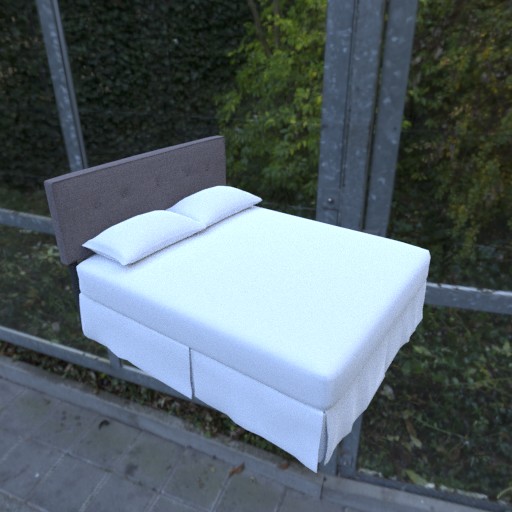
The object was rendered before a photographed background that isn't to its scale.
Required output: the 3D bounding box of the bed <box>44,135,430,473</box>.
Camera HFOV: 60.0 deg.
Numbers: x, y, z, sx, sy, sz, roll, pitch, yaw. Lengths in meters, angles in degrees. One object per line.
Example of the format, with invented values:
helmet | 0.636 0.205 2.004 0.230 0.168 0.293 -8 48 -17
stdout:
bed | 0.000 0.000 2.872 1.894 1.089 1.610 17 31 31
